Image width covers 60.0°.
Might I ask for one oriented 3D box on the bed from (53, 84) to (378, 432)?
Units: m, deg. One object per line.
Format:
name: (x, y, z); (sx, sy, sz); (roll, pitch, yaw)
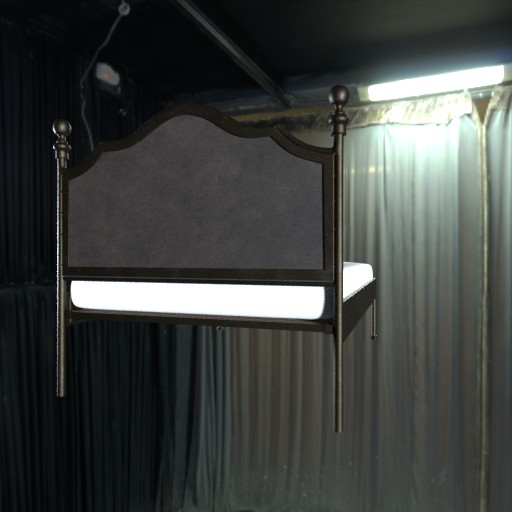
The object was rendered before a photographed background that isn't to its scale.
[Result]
bed: (0.000, 0.000, 3.087); (1.533, 1.462, 2.170); (0, 0, 19)
